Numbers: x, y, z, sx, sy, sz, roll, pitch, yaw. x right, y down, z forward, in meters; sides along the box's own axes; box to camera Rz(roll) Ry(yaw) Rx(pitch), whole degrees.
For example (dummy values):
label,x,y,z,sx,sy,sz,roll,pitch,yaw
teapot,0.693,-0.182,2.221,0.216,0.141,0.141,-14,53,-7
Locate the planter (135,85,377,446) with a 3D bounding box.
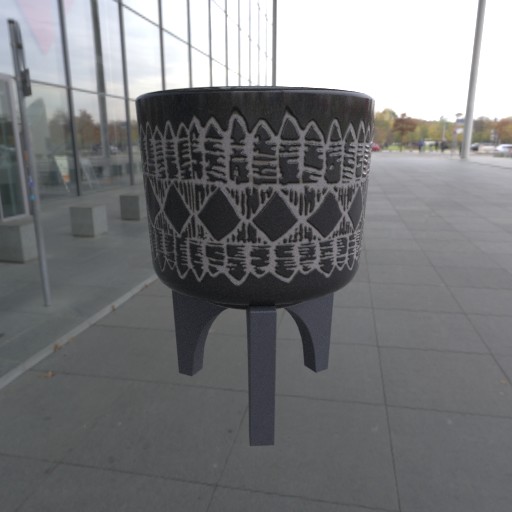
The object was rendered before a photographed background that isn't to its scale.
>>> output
label,x,y,z,sx,sy,sz,roll,pitch,yaw
planter,0.000,0.000,0.266,0.129,0.177,0.129,0,14,0
